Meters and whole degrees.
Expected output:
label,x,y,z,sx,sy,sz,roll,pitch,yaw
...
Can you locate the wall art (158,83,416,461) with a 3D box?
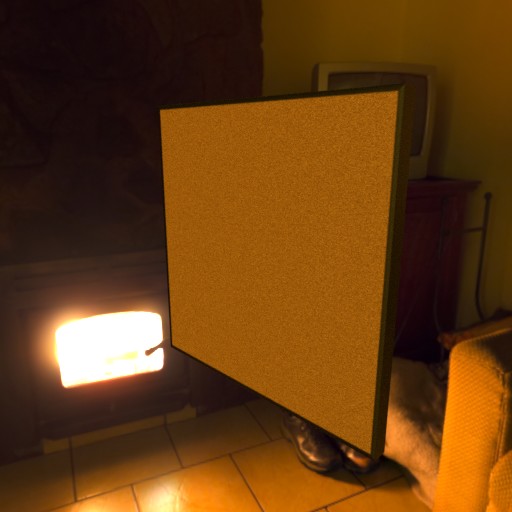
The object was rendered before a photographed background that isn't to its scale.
label,x,y,z,sx,sy,sz,roll,pitch,yaw
wall art,0.000,0.000,0.758,0.028,0.511,0.513,-14,20,-43
